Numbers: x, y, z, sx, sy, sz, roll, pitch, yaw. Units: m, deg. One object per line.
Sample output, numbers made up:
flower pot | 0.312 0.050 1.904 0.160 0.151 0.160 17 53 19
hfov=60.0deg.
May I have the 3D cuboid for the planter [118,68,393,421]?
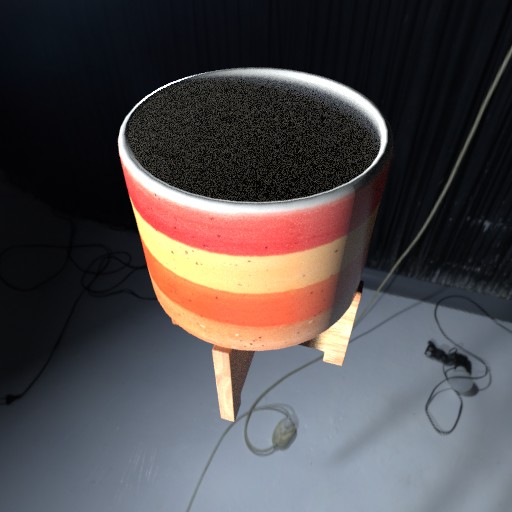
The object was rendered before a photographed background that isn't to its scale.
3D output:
planter | 0.000 0.000 0.406 0.199 0.268 0.199 0 46 0
